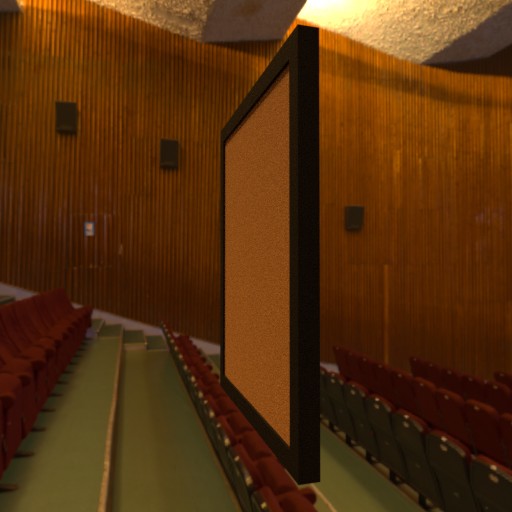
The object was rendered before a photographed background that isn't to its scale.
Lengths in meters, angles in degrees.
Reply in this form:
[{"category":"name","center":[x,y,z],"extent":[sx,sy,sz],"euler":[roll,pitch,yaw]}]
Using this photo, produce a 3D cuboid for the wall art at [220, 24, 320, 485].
[{"category":"wall art","center":[0.000,0.000,0.760],"extent":[0.029,0.559,0.457],"euler":[0,-1,-16]}]
